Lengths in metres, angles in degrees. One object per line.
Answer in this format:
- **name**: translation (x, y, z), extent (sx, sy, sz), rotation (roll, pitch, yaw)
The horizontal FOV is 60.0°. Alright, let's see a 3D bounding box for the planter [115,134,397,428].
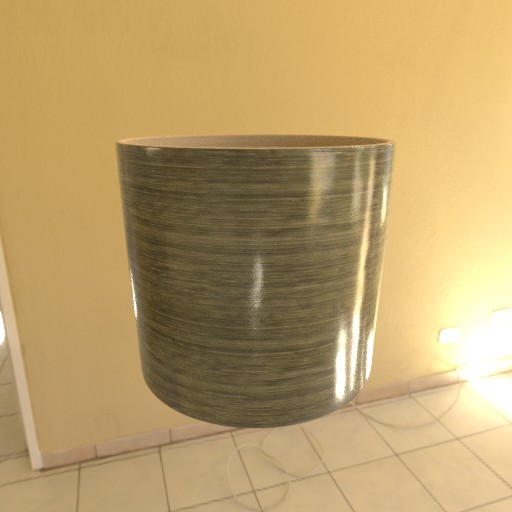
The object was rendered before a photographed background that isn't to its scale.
- **planter**: translation (0.000, 0.000, 0.394), extent (0.221, 0.201, 0.221), rotation (0, 17, 0)
